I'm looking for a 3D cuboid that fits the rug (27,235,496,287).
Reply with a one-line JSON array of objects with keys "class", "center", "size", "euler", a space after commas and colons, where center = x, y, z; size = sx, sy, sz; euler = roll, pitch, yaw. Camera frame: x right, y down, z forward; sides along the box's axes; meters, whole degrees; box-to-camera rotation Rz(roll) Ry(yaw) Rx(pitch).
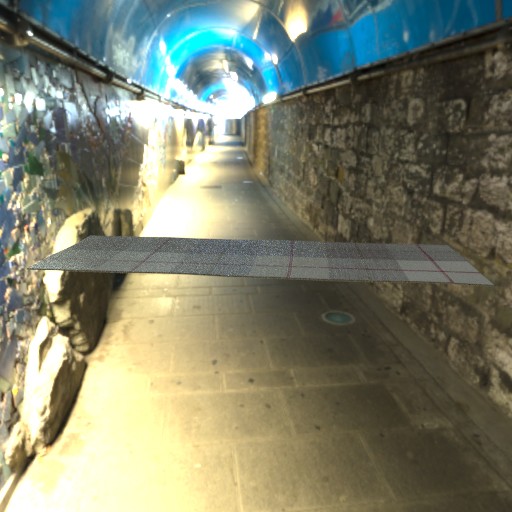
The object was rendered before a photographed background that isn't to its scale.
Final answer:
[{"class": "rug", "center": [0.000, 0.000, 2.655], "size": [2.439, 0.013, 0.762], "euler": [2, 17, 6]}]
